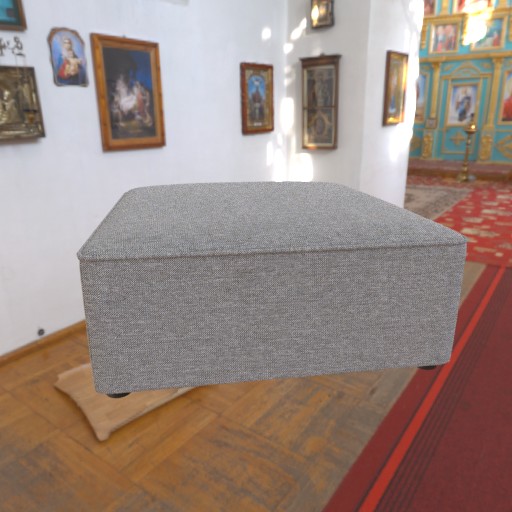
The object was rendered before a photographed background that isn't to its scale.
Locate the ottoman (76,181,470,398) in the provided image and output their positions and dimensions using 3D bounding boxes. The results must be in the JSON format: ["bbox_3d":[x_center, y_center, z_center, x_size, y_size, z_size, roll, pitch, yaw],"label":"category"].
[{"bbox_3d":[0.000,0.000,1.602,1.005,0.455,1.005,-3,17,-9],"label":"ottoman"}]
